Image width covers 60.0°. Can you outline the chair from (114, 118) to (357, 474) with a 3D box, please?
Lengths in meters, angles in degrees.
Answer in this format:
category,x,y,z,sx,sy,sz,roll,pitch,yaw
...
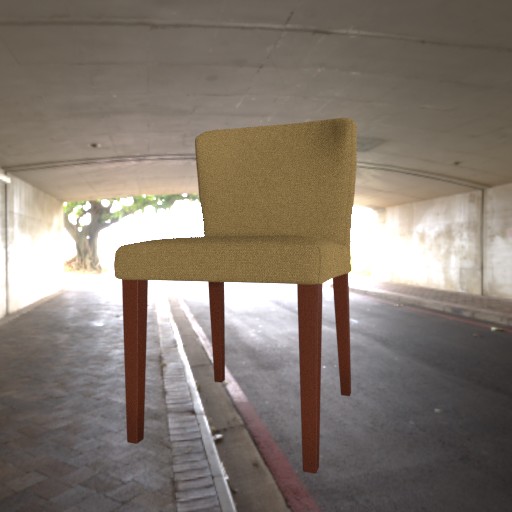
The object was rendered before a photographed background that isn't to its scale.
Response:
category,x,y,z,sx,sy,sz,roll,pitch,yaw
chair,0.000,0.000,1.179,0.491,0.839,0.589,0,1,19
